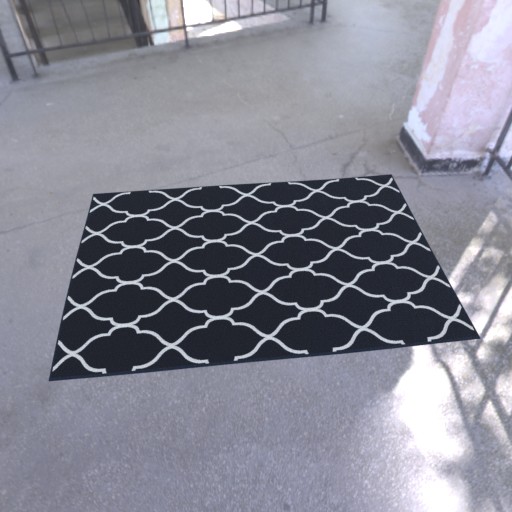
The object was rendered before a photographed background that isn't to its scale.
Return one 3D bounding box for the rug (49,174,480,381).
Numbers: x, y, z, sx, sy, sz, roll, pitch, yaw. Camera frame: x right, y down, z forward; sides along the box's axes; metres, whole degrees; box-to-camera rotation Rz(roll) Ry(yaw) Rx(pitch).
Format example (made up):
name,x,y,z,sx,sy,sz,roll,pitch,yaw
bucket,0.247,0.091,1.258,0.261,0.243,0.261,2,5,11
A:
name,x,y,z,sx,sy,sz,roll,pitch,yaw
rug,0.000,0.000,2.839,2.290,0.014,1.526,-5,46,-4
